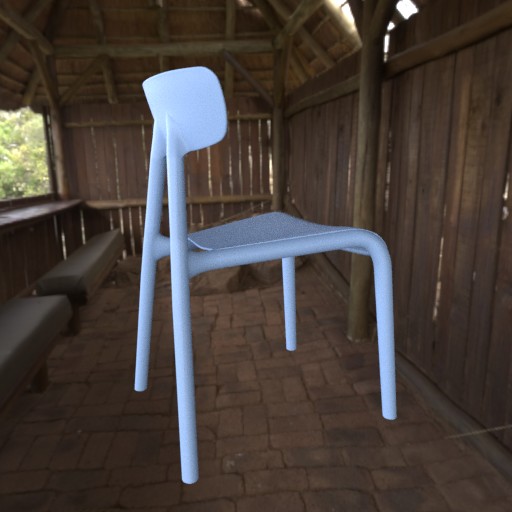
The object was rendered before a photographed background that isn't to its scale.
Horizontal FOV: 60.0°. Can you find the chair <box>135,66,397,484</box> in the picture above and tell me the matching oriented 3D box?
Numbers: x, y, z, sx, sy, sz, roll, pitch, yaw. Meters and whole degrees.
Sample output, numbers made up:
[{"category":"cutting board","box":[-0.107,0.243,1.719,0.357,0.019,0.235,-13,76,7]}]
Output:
[{"category":"chair","box":[0.000,0.000,0.806,0.401,0.580,0.356,-7,14,-27]}]
